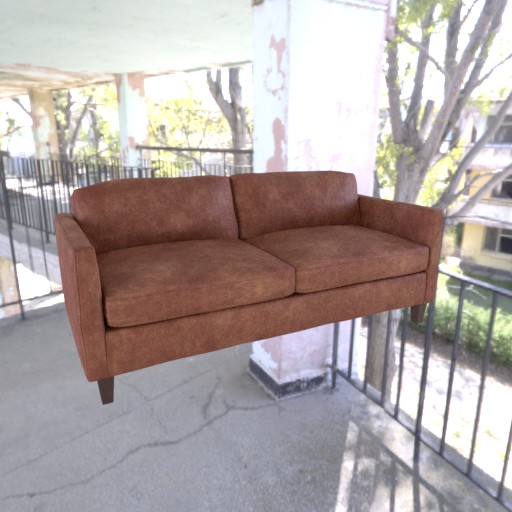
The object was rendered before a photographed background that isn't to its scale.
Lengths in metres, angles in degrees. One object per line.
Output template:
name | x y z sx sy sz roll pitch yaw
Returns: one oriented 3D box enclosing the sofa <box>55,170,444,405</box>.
sofa | 0.000 0.000 2.470 1.971 0.863 0.923 -8 17 -26
